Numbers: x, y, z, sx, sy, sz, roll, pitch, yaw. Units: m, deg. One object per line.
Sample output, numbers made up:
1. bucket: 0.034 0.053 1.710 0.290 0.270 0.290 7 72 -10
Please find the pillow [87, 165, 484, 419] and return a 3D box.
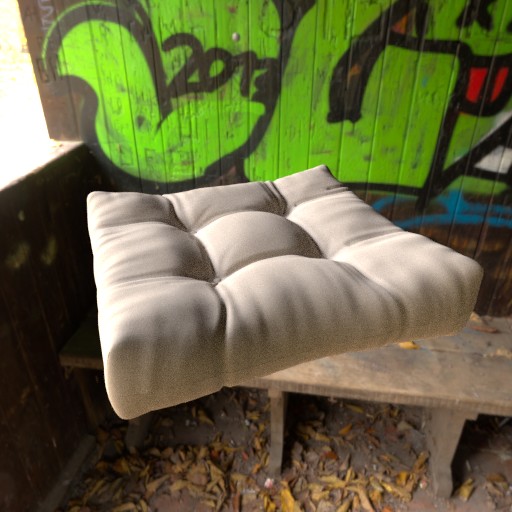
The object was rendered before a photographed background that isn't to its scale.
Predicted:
1. pillow: 0.000 0.000 0.703 0.490 0.128 0.468 -10 31 -17
